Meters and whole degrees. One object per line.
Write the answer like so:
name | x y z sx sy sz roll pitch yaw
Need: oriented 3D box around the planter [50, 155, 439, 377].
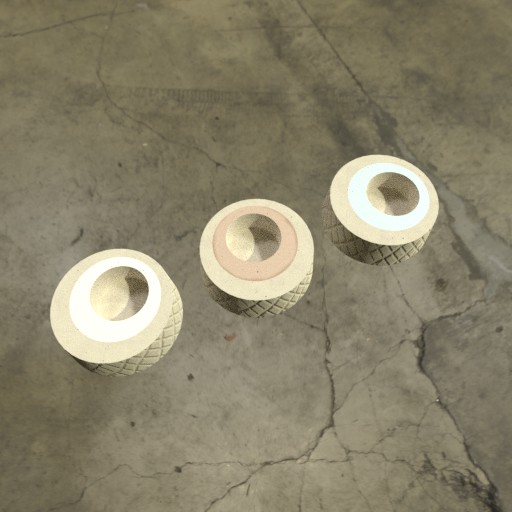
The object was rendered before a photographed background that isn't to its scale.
planter | 0.000 0.000 0.431 0.390 0.038 0.114 -21 66 -10
